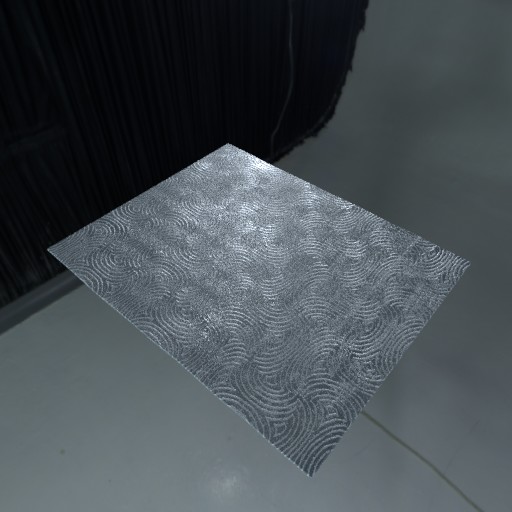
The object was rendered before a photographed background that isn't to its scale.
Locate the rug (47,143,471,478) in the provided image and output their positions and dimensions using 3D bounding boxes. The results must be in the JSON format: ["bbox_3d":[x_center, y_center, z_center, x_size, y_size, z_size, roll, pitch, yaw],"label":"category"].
[{"bbox_3d":[0.000,0.000,4.073,3.042,0.021,2.456,32,54,27],"label":"rug"}]
